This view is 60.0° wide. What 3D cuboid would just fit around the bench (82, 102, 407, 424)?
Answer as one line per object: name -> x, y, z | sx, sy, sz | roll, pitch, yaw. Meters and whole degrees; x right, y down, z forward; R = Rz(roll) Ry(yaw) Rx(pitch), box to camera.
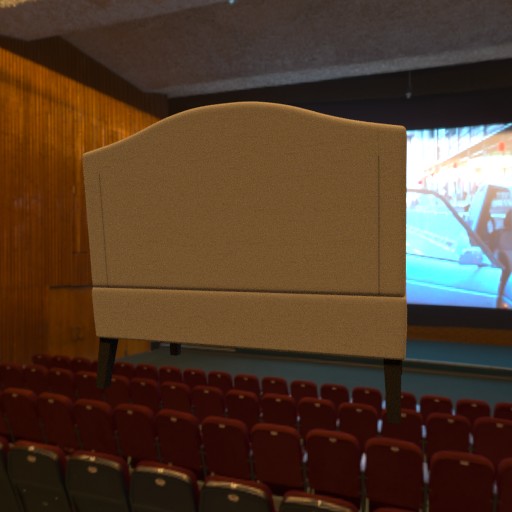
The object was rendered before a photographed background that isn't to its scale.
bench -> 0.000, 0.000, 2.068 | 1.335, 1.180, 0.815 | 0, 1, 19
